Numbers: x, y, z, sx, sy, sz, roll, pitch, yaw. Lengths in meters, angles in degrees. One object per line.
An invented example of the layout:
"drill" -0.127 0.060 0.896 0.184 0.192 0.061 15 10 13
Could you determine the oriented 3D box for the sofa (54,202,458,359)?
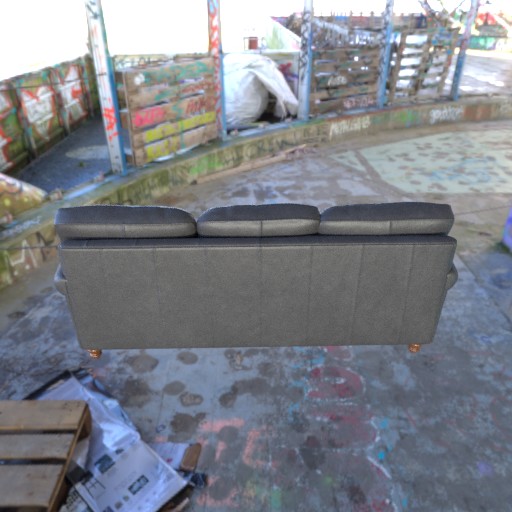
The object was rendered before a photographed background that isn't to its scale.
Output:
"sofa" 0.000 0.000 2.953 2.387 0.977 0.974 -1 30 -1
